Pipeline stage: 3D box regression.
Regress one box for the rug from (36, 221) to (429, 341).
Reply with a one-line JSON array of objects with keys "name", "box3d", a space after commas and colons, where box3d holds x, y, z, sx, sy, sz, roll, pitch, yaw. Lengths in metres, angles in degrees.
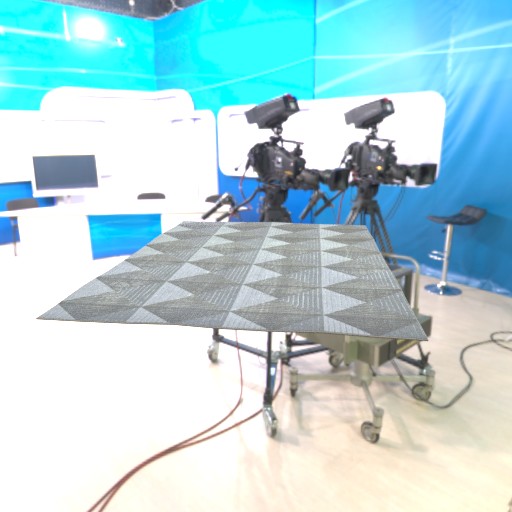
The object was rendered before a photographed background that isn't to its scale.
[{"name": "rug", "box3d": [0.000, 0.000, 4.284, 2.428, 0.027, 3.333, 2, 15, 7]}]
